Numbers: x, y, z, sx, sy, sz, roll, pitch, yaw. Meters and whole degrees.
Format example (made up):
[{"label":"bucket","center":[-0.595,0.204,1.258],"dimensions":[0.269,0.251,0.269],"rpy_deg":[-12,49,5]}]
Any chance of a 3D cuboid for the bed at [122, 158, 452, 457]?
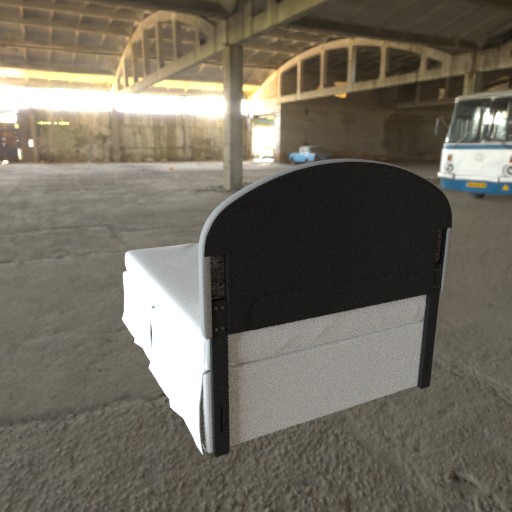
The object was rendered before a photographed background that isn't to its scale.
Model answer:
[{"label":"bed","center":[0.000,0.000,3.153],"dimensions":[1.607,1.410,2.005],"rpy_deg":[-7,16,-26]}]
